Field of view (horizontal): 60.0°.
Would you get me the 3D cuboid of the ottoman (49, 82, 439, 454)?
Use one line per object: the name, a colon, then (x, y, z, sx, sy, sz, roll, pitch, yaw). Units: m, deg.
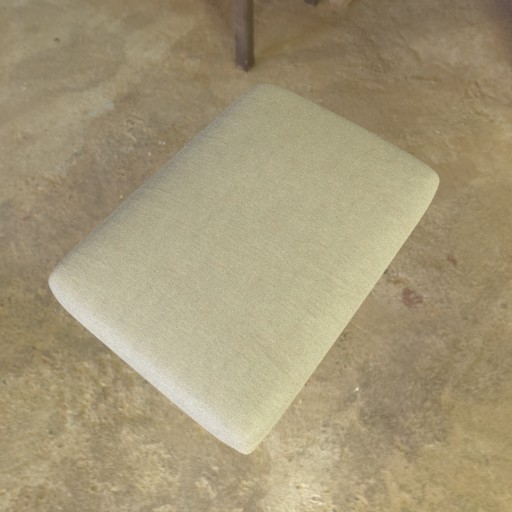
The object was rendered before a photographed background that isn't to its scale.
ottoman: (0.000, 0.000, 1.042, 0.528, 0.404, 0.735, 34, 67, 17)
